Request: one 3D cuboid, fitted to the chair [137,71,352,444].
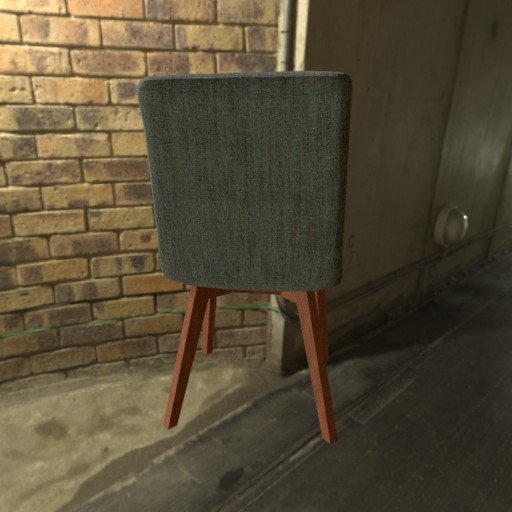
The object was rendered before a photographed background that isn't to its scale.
[{"bbox_3d":[0.000,0.000,1.317,0.522,0.974,0.563,2,18,7],"label":"chair"}]
